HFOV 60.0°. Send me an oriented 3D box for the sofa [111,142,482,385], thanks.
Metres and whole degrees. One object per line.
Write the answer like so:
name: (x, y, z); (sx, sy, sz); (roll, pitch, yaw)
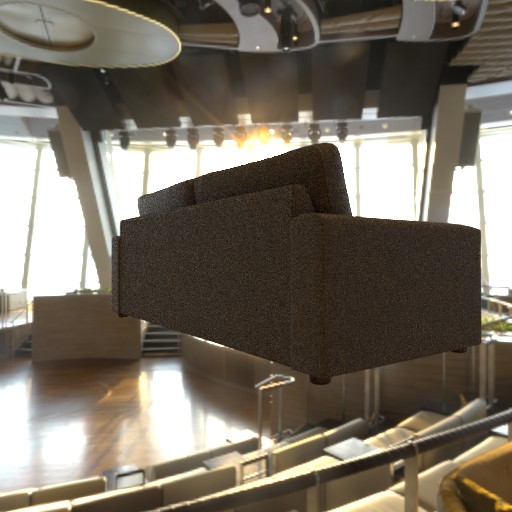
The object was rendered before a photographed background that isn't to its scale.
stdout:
sofa: (0.000, 0.000, 2.589); (1.016, 0.873, 2.179); (0, 0, -35)
